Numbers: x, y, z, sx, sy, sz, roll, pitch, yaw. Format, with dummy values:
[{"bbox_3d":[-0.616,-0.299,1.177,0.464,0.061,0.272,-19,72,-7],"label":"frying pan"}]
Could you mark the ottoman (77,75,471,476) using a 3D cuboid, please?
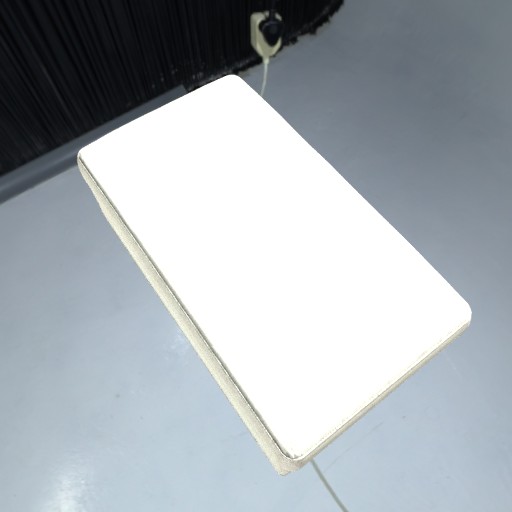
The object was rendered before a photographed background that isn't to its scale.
[{"bbox_3d":[0.000,0.000,1.387,0.617,0.448,1.097,-33,67,-16],"label":"ottoman"}]
